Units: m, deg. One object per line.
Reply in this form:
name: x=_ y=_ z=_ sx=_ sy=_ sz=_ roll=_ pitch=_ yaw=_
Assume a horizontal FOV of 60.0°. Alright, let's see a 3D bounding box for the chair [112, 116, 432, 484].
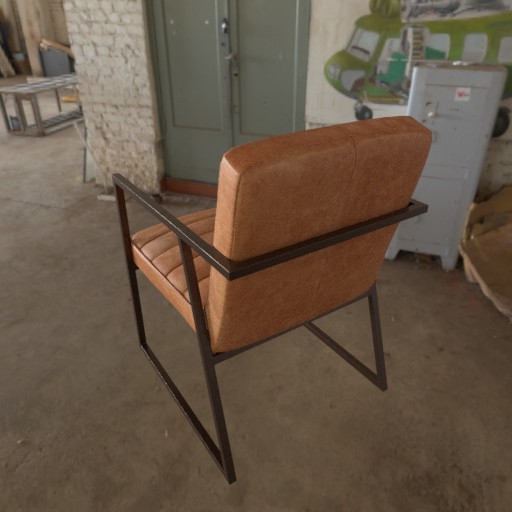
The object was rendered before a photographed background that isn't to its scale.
chair: x=0.000 y=0.000 z=1.251 sx=0.571 sy=0.832 sz=0.677 roll=-18 pitch=34 yaw=-29
